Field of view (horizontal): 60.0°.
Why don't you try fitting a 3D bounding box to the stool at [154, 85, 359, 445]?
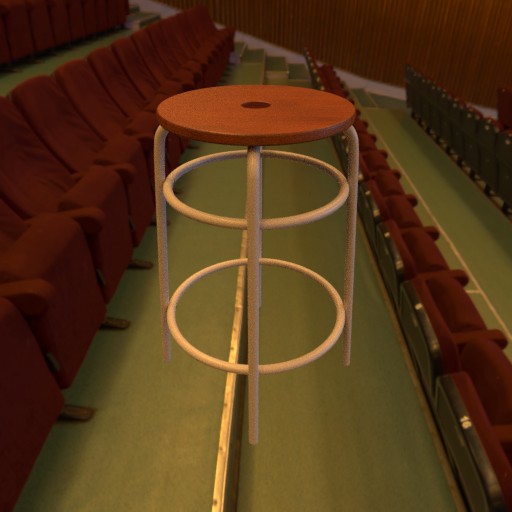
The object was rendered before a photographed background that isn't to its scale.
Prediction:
[{"bbox_3d":[0.000,0.000,0.919,0.455,0.610,0.455,1,32,1],"label":"stool"}]
